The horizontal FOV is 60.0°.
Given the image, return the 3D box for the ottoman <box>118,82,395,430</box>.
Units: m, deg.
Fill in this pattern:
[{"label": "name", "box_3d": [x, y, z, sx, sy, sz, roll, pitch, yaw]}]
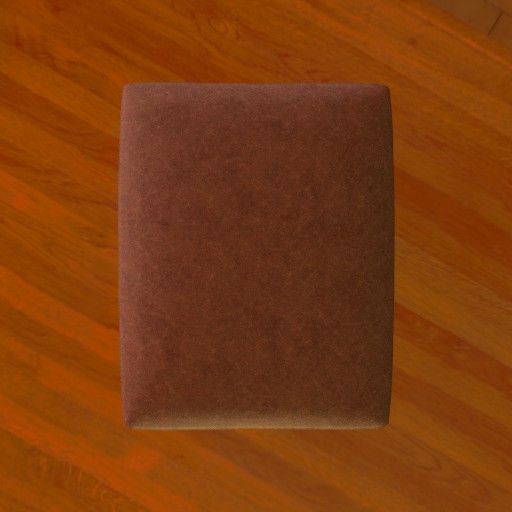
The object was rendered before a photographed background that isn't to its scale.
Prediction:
[{"label": "ottoman", "box_3d": [0.000, 0.000, 1.114, 0.584, 0.513, 0.741, 0, 91, 0]}]
